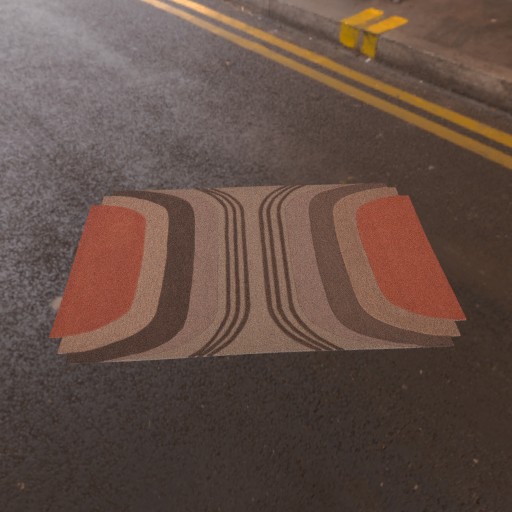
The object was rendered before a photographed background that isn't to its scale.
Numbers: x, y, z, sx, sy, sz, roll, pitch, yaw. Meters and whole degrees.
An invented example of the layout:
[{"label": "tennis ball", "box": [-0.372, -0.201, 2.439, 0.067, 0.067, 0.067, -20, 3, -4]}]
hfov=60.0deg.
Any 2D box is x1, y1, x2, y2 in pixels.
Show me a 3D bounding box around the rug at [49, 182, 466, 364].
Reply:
[{"label": "rug", "box": [0.000, 0.000, 2.996, 2.446, 0.017, 1.530, -2, 46, -2]}]
